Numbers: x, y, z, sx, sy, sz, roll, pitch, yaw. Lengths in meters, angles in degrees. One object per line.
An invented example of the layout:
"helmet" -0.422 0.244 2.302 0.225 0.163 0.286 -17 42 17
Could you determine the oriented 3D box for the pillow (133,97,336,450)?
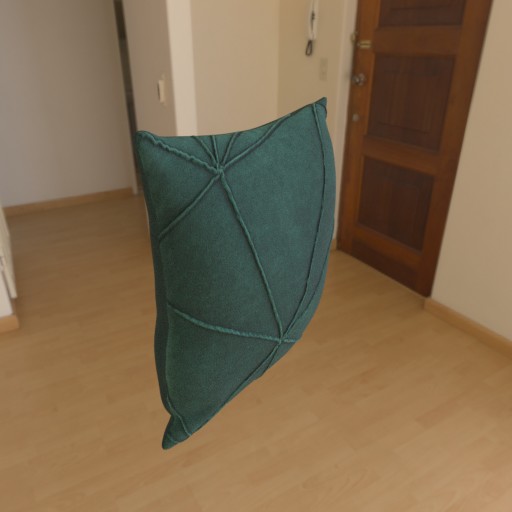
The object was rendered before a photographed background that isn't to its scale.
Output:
"pillow" 0.000 0.000 0.686 0.184 0.440 0.439 17 31 30
